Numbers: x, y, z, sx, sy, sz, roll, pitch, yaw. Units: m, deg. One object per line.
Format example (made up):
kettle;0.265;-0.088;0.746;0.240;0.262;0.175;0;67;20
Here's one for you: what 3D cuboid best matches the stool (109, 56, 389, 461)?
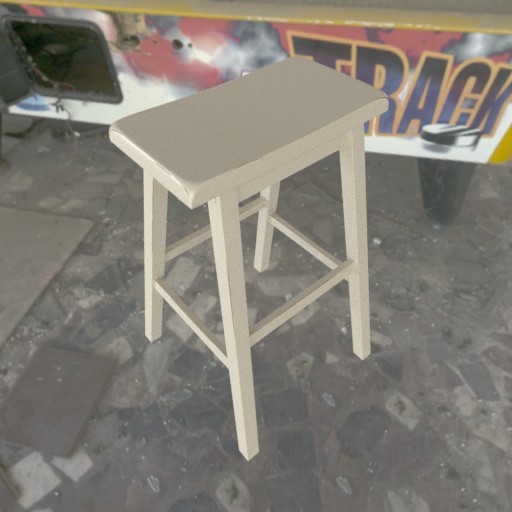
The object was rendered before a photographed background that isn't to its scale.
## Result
stool;0.000;0.000;1.031;0.457;0.737;0.476;-31;53;-27
